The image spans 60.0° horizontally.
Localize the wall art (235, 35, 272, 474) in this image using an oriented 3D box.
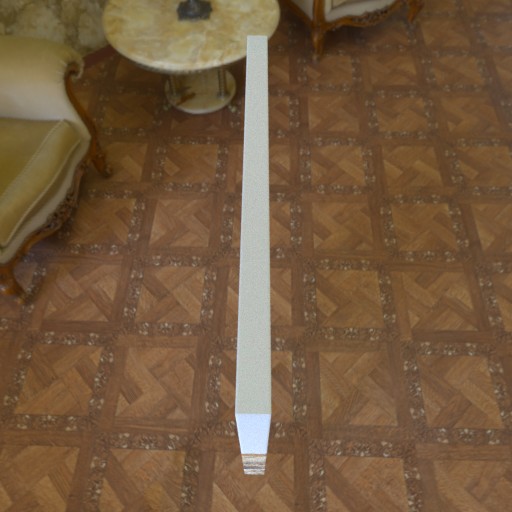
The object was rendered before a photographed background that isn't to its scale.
[{"bbox_3d":[0.000,0.000,1.109,0.050,0.610,0.914,0,57,0],"label":"wall art"}]
